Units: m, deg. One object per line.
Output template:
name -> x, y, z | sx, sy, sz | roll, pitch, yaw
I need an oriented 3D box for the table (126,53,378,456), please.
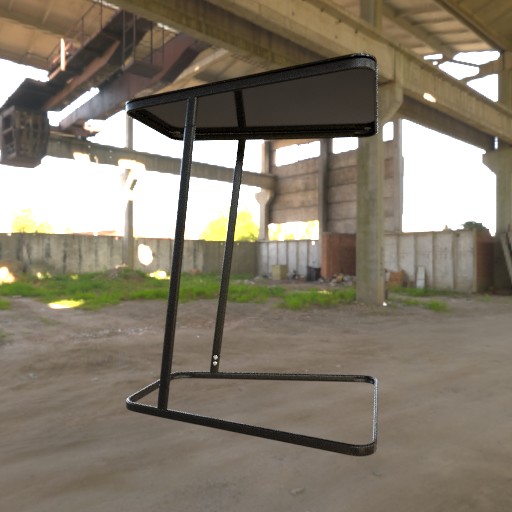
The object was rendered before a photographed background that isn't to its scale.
table -> 0.000, 0.000, 0.944 | 0.500, 0.624, 0.427 | 0, 0, 16
